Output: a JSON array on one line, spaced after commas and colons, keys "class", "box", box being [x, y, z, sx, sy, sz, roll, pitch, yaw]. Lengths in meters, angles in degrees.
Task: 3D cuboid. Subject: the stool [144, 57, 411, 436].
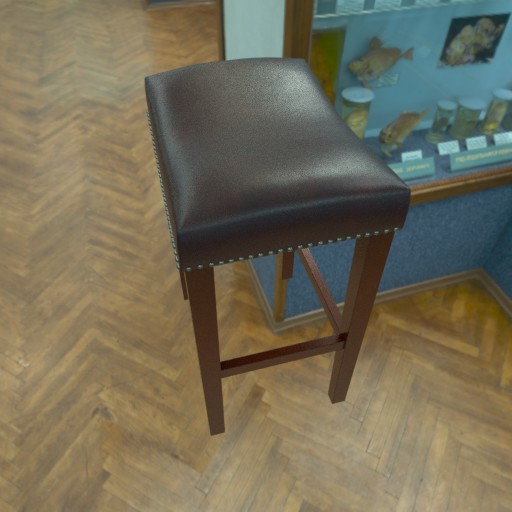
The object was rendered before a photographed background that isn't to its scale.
[{"class": "stool", "box": [0.000, 0.000, 1.045, 0.372, 0.742, 0.504, -11, 47, -10]}]
